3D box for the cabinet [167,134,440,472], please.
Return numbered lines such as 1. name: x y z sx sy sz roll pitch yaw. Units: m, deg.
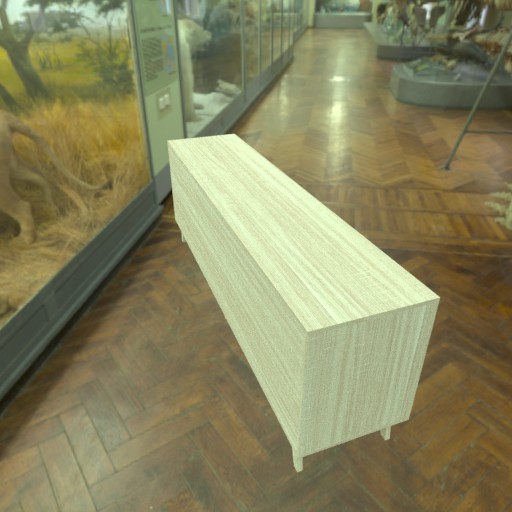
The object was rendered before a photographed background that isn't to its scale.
1. cabinet: 0.000 0.000 2.510 0.500 0.780 2.200 -11 32 -18
